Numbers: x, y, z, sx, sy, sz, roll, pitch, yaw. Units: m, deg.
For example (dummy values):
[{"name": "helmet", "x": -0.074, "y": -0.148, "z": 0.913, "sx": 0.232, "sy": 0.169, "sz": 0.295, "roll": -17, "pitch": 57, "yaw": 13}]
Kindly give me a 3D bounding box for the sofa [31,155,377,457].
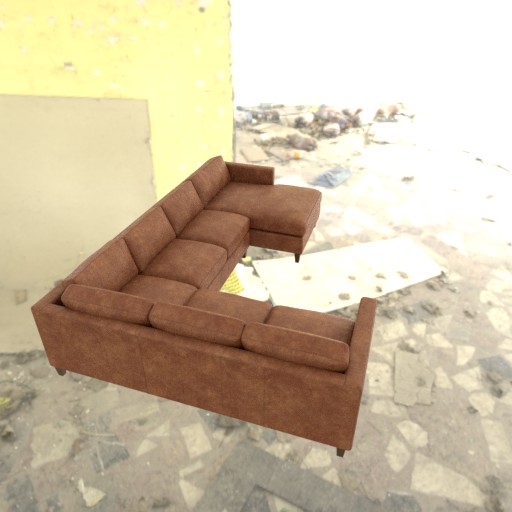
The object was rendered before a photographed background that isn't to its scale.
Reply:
[{"name": "sofa", "x": 0.000, "y": 0.000, "z": 4.449, "sx": 2.452, "sy": 0.888, "sz": 3.324, "roll": 10, "pitch": 34, "yaw": 16}]
